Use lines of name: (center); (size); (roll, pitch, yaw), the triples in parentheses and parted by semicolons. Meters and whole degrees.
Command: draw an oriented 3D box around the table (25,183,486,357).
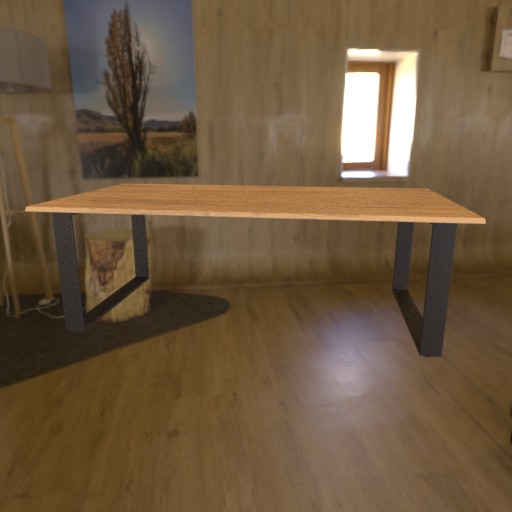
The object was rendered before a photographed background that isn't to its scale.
table: (0.000, 0.000, 1.650); (1.331, 0.445, 0.693); (2, 15, 8)
